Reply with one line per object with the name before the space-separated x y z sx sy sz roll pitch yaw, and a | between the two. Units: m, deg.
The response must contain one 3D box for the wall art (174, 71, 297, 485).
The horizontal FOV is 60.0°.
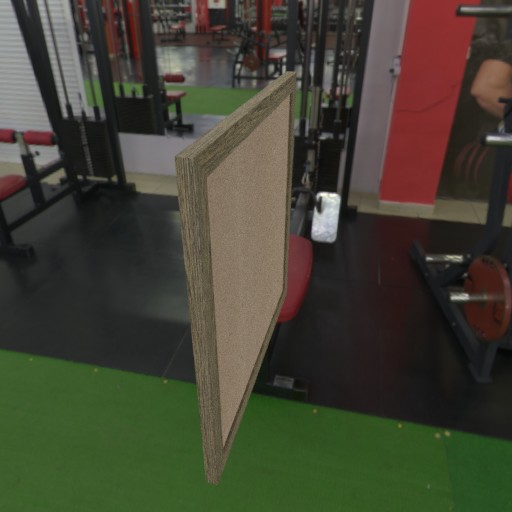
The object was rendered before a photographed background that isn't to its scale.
wall art | 0.000 0.000 0.748 0.019 0.508 0.508 8 32 13
